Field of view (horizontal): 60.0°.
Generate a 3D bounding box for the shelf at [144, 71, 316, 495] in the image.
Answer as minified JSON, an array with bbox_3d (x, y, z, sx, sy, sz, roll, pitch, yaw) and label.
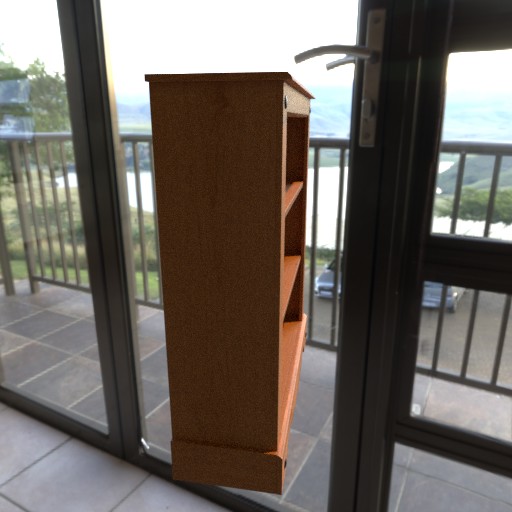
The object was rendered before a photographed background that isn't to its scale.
[{"bbox_3d":[0.000,0.000,1.377,0.291,0.980,0.840,3,17,10],"label":"shelf"}]
